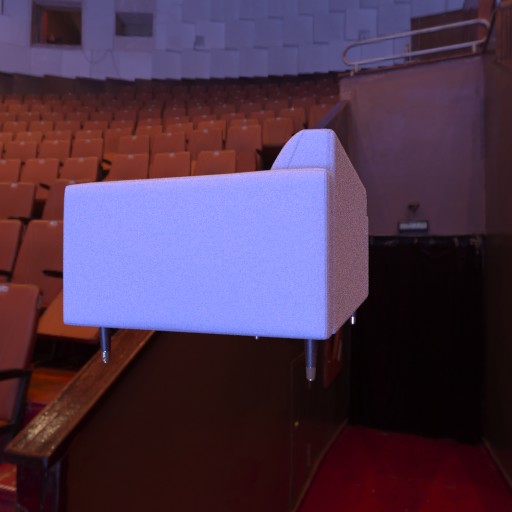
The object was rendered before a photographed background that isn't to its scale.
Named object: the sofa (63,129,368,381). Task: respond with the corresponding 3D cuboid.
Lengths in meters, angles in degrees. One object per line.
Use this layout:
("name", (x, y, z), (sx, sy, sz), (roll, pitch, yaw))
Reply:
("sofa", (0.000, 0.000, 2.142), (0.950, 0.801, 1.585), (0, 0, 18))
